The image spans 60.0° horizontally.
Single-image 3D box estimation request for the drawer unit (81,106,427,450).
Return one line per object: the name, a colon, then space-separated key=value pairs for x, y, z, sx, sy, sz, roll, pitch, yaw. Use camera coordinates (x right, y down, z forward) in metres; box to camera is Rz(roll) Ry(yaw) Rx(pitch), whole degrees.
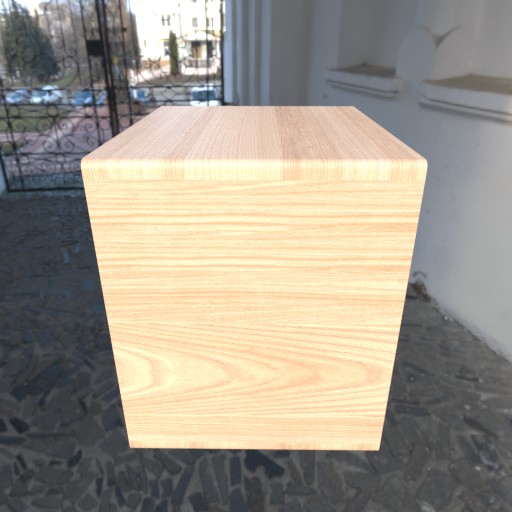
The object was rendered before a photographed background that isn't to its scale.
drawer unit: x=0.000 y=0.000 z=0.598 sx=0.290 sy=0.344 sz=0.344 roll=0 pitch=26 yaw=1
